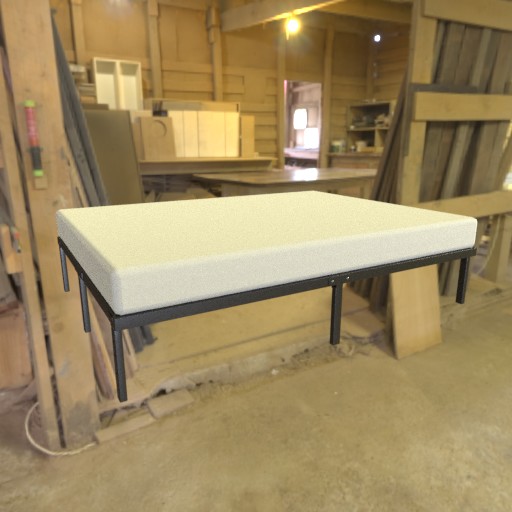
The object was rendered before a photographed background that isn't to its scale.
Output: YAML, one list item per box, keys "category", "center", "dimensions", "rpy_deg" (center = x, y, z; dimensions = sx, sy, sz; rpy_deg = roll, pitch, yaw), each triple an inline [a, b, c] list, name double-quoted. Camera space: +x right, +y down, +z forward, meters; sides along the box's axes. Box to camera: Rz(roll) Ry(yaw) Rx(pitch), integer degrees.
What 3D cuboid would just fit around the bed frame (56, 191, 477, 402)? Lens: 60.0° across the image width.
- category: "bed frame"
  center: [0.000, 0.000, 3.483]
  dimensions: [2.635, 0.680, 1.990]
  rpy_deg: [-9, 17, -29]
